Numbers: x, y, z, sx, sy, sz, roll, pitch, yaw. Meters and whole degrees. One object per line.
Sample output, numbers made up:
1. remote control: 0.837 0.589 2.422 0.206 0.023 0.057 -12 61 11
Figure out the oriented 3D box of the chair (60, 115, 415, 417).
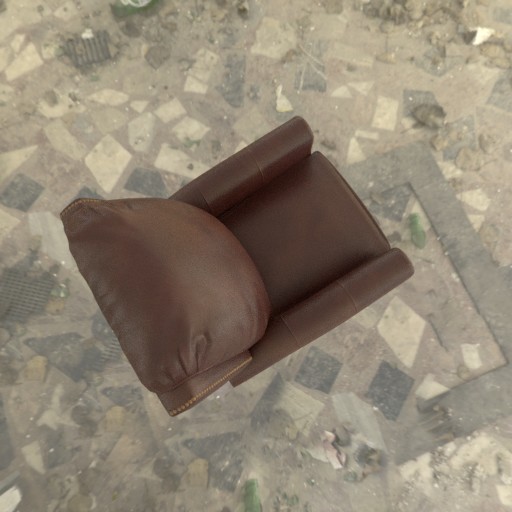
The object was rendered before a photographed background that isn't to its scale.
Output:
1. chair: 0.000 0.000 1.817 1.089 1.022 0.826 -31 77 -8
